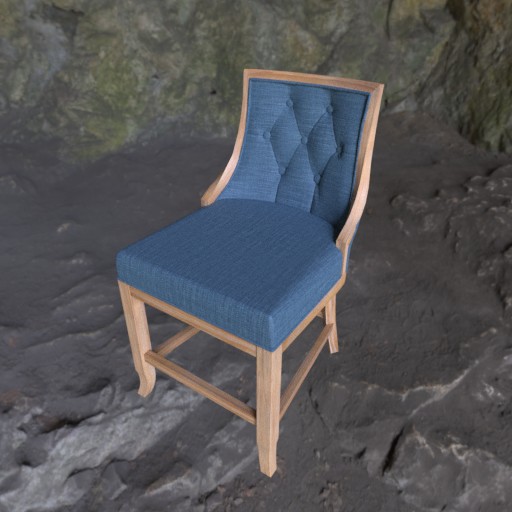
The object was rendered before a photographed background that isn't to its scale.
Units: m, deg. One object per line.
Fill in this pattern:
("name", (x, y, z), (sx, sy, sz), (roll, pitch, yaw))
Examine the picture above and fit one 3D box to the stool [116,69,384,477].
("stool", (0.000, 0.000, 1.320), (0.524, 0.938, 0.626), (20, 37, 29))
